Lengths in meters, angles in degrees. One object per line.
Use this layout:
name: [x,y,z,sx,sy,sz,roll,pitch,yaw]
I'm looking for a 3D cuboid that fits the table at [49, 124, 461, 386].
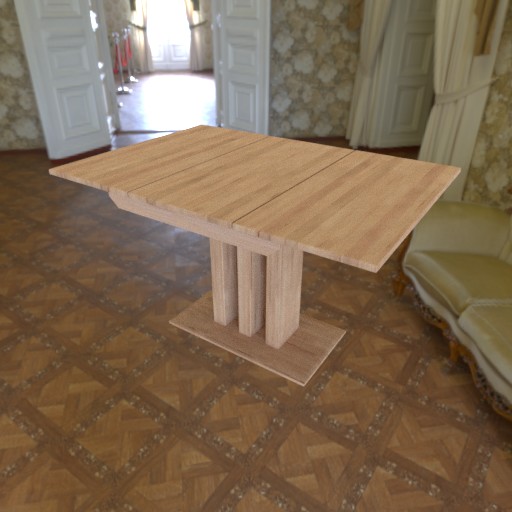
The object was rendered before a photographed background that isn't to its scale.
table: [0.000,0.000,1.884,1.300,0.770,0.900,18,34,29]
